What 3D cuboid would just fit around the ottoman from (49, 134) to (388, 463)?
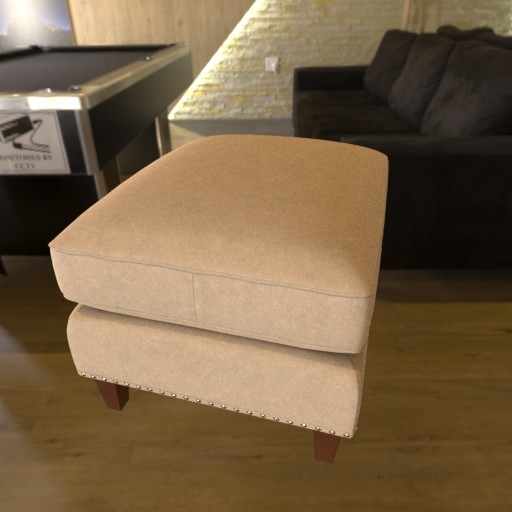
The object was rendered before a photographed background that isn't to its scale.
[{"bbox_3d":[0.000,0.000,1.104,0.584,0.513,0.741,8,30,14],"label":"ottoman"}]
